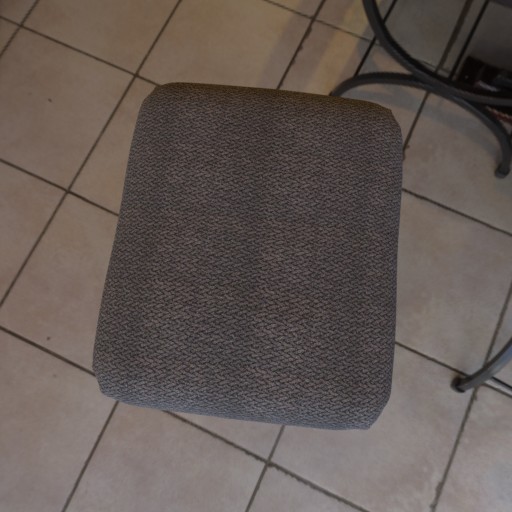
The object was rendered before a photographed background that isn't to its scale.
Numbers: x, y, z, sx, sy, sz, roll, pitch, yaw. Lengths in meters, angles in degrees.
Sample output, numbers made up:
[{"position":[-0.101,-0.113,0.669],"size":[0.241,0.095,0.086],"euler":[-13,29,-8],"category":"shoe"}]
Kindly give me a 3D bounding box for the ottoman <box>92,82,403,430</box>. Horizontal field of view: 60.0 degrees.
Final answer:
[{"position":[0.000,0.000,1.104],"size":[0.622,0.450,0.747],"euler":[6,77,1],"category":"ottoman"}]
